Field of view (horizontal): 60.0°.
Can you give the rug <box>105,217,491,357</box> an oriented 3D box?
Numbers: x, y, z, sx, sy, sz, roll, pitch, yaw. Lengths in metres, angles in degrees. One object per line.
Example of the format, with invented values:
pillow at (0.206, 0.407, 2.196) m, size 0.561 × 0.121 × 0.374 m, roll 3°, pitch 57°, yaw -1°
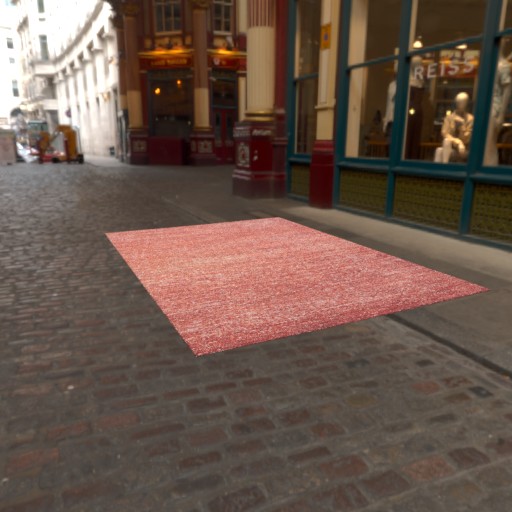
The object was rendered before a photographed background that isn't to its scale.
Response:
rug at (0.000, 0.000, 5.133) m, size 2.803 × 0.025 × 3.965 m, roll -8°, pitch 17°, yaw -25°
